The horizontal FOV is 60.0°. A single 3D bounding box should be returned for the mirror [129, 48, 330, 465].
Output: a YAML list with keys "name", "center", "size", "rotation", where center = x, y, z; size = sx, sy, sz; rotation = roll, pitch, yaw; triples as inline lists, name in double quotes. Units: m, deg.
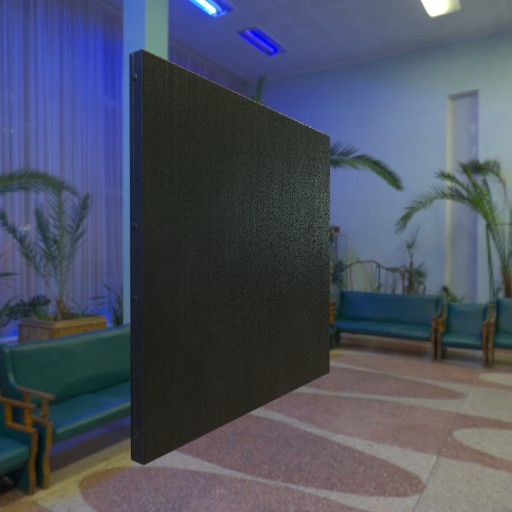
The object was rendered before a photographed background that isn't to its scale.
- name: "mirror"
  center: [0.000, 0.000, 0.565]
  size: [0.020, 0.381, 0.382]
  rotation: [1, 1, 36]
